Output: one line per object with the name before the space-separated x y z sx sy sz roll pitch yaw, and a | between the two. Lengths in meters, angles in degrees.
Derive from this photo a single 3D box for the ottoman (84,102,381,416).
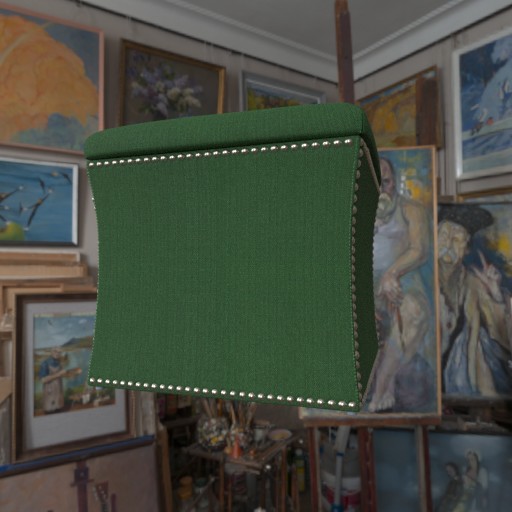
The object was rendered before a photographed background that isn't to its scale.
ottoman | 0.000 0.000 0.919 0.497 0.475 0.507 -1 -2 18
